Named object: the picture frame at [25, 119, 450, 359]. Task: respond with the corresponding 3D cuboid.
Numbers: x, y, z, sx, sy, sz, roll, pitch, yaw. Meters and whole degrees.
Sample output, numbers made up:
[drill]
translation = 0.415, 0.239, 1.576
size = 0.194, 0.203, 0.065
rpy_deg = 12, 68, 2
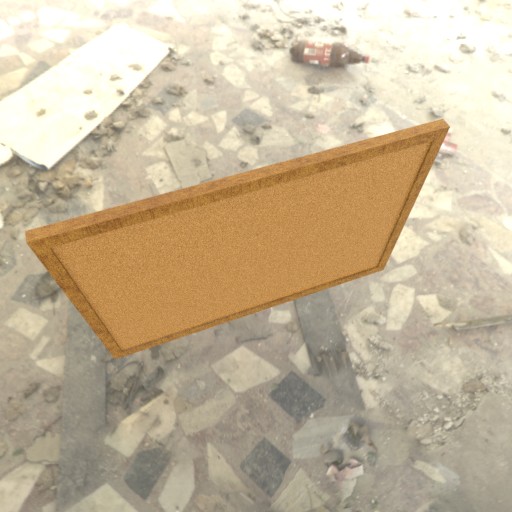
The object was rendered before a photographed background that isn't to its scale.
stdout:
[picture frame]
translation = 0.000, 0.000, 1.179
size = 0.922, 0.621, 0.029
rpy_deg = -17, 59, -11
